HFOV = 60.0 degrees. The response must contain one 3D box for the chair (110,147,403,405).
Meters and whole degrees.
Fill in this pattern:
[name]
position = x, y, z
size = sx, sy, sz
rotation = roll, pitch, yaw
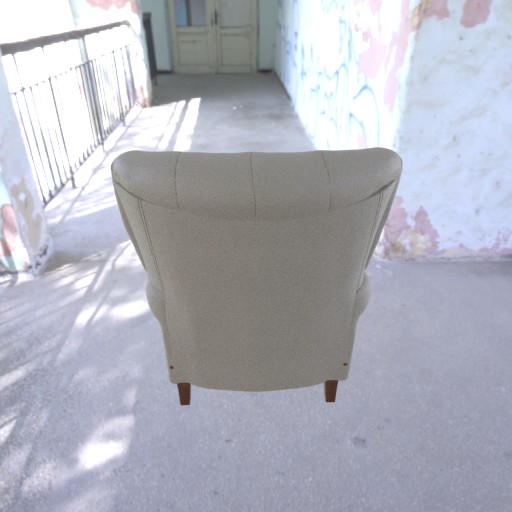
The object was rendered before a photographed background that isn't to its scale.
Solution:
[chair]
position = 0.000, 0.000, 1.917
size = 0.943, 1.158, 1.059
rotation = -1, 31, -1
